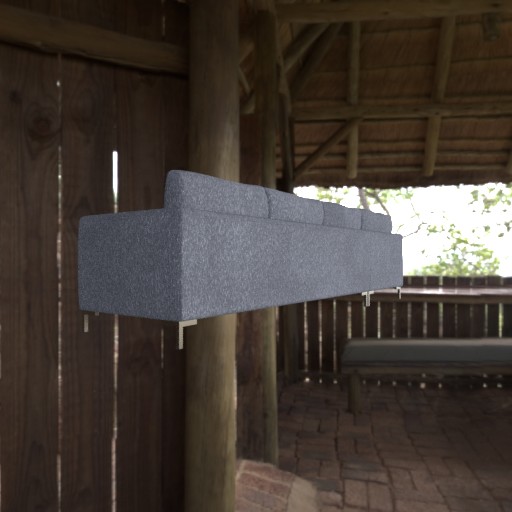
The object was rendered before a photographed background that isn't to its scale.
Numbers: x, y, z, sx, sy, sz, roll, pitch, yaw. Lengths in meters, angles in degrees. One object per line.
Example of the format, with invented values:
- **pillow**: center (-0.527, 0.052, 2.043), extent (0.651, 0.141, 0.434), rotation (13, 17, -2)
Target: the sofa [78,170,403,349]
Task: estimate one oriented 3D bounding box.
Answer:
- **sofa**: center (0.000, 0.000, 3.437), extent (1.350, 0.810, 2.932), rotation (0, 0, 37)
